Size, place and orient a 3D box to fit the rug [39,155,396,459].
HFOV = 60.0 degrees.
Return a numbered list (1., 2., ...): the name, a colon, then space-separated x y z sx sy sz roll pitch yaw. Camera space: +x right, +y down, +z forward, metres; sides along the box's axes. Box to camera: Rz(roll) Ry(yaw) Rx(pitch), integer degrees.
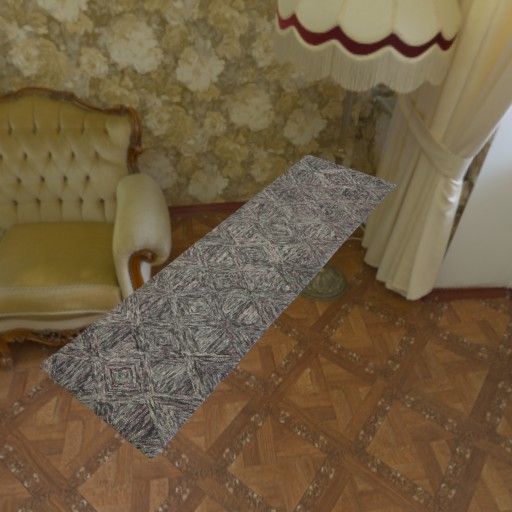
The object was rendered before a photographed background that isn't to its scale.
1. rug: 0.000 0.000 2.493 0.719 0.013 2.305 26 48 26
